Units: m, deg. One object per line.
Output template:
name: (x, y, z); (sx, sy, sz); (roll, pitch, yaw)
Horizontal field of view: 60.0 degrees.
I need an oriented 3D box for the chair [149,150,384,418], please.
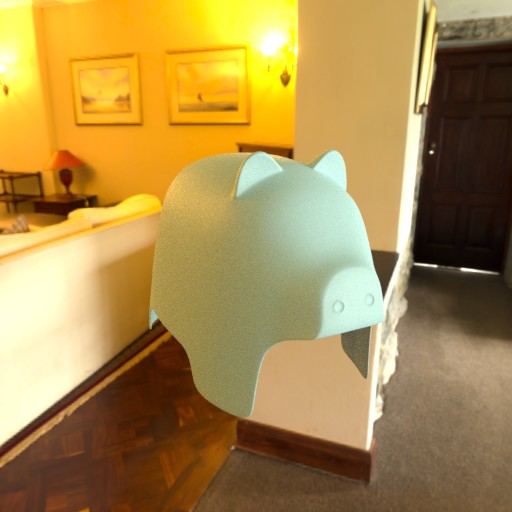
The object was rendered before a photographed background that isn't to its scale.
chair: (0.000, 0.000, 0.890); (0.364, 0.423, 0.619); (-8, 18, -26)
